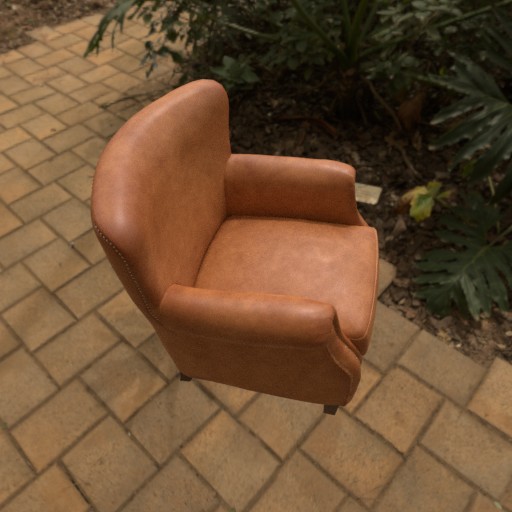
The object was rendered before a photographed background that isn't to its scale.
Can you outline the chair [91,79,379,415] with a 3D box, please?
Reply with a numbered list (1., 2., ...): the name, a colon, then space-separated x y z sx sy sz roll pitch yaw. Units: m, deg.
1. chair: 0.000 0.000 1.638 0.921 0.936 0.861 10 49 9
